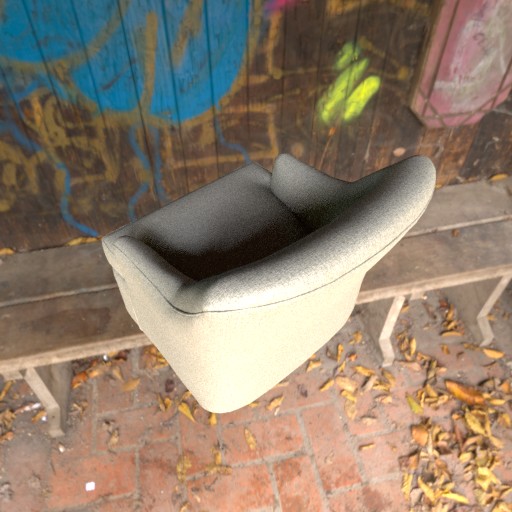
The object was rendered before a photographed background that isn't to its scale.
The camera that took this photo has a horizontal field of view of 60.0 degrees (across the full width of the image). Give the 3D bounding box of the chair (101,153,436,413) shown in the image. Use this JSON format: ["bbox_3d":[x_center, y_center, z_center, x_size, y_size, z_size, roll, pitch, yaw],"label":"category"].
[{"bbox_3d":[0.000,0.000,1.585,0.864,0.856,0.923,-33,54,-27],"label":"chair"}]
